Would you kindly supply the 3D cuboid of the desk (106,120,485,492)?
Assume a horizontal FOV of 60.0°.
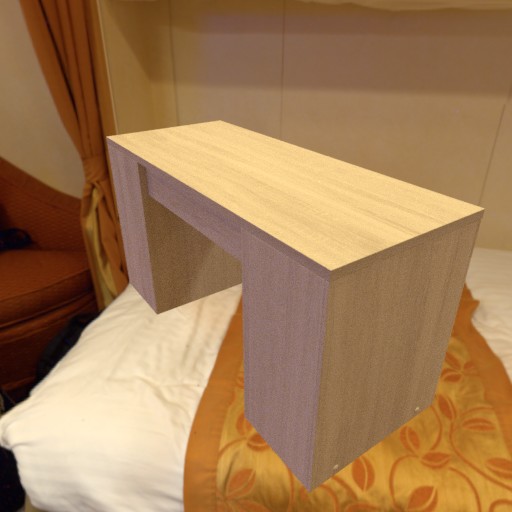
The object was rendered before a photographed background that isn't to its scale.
[{"bbox_3d":[0.000,0.000,1.738,0.600,0.740,1.390,-19,34,-30],"label":"desk"}]
